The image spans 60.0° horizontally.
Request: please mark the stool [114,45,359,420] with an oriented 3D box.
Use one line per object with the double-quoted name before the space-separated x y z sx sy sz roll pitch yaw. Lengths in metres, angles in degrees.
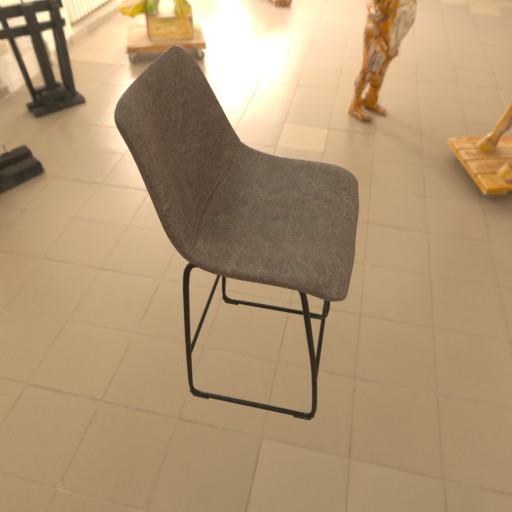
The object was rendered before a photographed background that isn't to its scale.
"stool" 0.000 0.000 1.355 0.561 1.082 0.514 9 46 9
